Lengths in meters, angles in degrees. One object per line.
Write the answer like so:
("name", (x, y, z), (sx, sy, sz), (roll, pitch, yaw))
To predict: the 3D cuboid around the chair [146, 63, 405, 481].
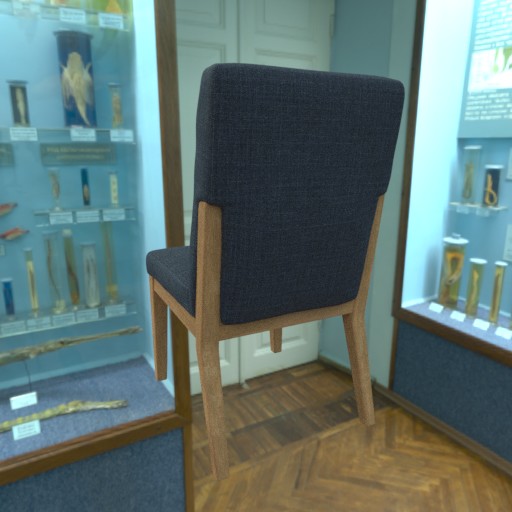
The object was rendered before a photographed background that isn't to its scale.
("chair", (0.000, 0.000, 1.255), (0.507, 0.911, 0.586), (-7, 15, -27))
